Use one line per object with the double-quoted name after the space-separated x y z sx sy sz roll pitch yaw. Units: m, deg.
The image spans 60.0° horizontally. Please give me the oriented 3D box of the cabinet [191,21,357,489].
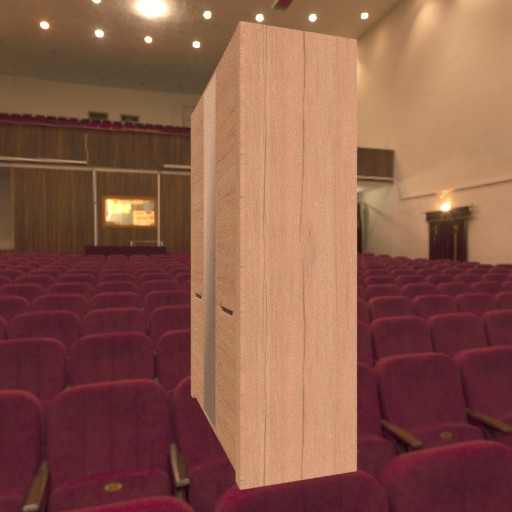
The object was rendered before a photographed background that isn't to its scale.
0.000 0.000 2.703 0.580 2.070 1.400 0 0 -17 "cabinet"
